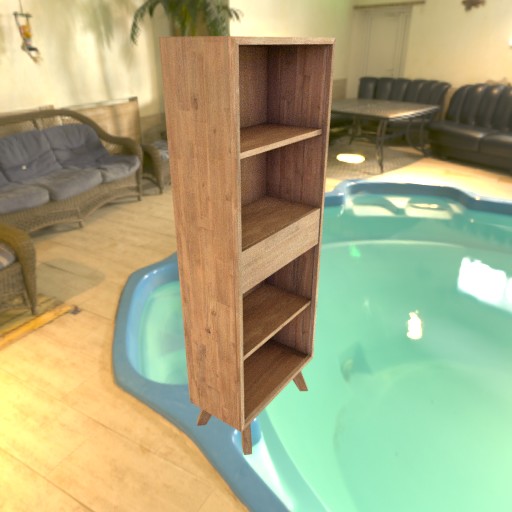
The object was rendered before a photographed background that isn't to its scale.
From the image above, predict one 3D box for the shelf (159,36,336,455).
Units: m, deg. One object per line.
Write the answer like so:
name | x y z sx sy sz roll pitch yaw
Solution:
shelf | 0.000 0.000 1.517 0.267 1.342 0.491 18 31 32
